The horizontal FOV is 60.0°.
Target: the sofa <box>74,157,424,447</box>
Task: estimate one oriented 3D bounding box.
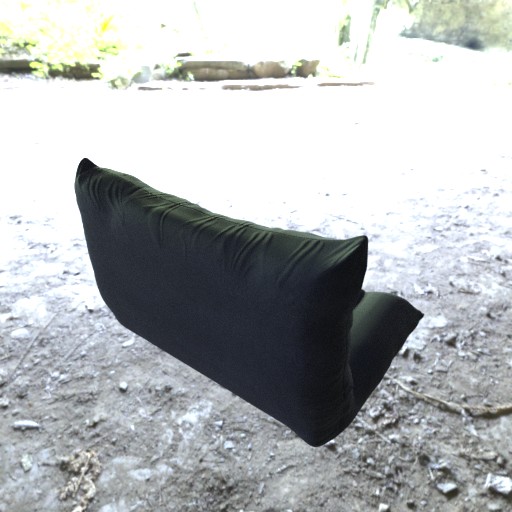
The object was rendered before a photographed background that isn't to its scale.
[{"bbox_3d":[0.000,0.000,1.702,1.122,0.778,0.849,21,36,32],"label":"sofa"}]
